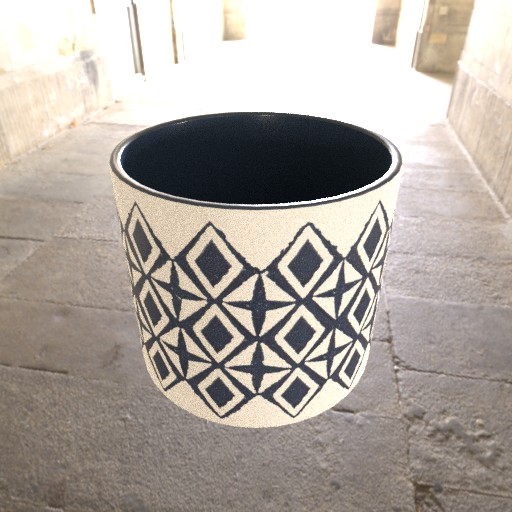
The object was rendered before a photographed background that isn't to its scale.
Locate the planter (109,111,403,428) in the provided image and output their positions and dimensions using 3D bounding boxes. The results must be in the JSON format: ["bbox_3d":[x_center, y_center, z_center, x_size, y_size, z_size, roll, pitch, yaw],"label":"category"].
[{"bbox_3d":[0.000,0.000,0.284,0.159,0.144,0.159,0,32,0],"label":"planter"}]
